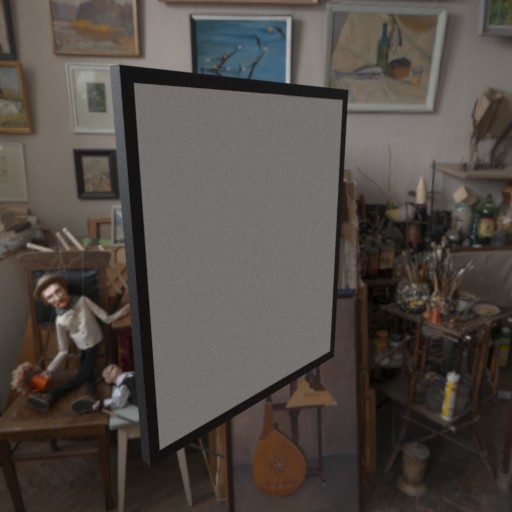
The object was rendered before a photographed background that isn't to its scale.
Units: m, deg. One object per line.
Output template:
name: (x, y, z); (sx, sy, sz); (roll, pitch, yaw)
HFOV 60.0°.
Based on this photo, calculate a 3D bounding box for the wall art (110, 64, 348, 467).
wall art: (0.000, 0.000, 0.689); (0.021, 0.509, 0.430); (15, 22, 42)
